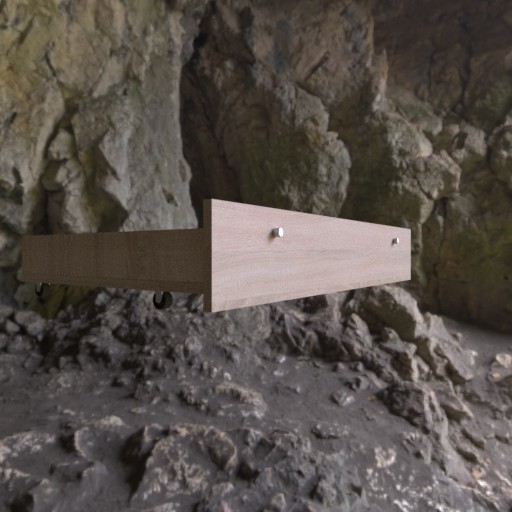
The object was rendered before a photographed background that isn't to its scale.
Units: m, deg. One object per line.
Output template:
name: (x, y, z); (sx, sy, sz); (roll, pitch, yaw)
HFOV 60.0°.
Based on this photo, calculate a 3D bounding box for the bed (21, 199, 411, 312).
bed: (0.000, 0.000, 1.459); (0.685, 0.209, 1.200); (0, 0, 35)
